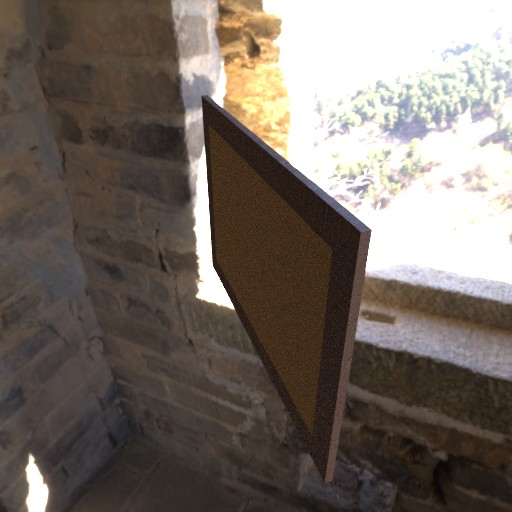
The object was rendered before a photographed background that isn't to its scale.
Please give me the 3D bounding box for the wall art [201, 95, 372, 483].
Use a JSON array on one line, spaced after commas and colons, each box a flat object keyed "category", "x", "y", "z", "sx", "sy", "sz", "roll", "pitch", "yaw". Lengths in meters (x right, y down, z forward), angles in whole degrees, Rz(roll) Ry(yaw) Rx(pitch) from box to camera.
[{"category": "wall art", "x": 0.000, "y": 0.000, "z": 1.167, "sx": 0.019, "sy": 0.626, "sz": 0.917, "roll": -11, "pitch": 34, "yaw": -17}]
